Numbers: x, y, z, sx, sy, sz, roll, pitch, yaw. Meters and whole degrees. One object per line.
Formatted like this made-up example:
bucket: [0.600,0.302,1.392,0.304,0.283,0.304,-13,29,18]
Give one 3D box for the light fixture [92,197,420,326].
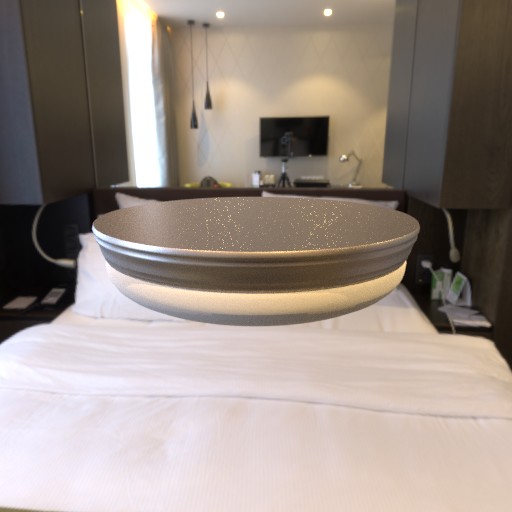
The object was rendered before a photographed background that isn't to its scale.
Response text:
light fixture: [0.000,0.000,0.540,0.368,0.100,0.368,0,14,0]
